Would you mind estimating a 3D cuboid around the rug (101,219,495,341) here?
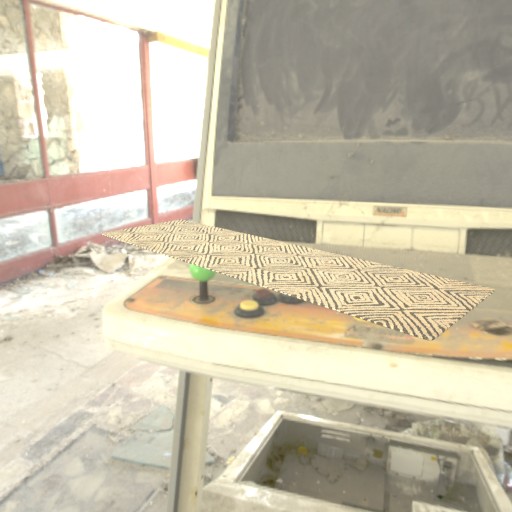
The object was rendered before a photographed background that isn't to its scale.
[{"bbox_3d":[0.000,0.000,2.474,2.277,0.008,0.676,15,22,42],"label":"rug"}]
